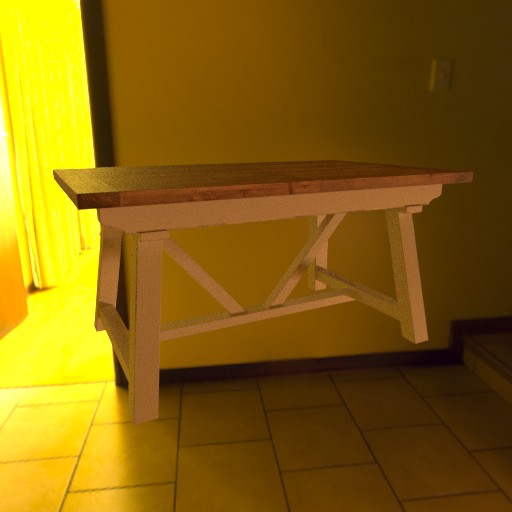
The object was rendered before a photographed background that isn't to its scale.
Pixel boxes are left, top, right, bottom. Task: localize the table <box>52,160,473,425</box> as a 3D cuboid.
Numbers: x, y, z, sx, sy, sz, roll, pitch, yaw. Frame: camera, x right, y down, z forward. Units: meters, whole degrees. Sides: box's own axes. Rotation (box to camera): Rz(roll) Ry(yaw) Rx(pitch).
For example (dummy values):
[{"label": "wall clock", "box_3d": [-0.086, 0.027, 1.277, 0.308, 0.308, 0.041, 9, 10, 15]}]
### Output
[{"label": "table", "box_3d": [0.000, 0.000, 1.951, 1.503, 0.743, 0.922, -8, 17, -26]}]
